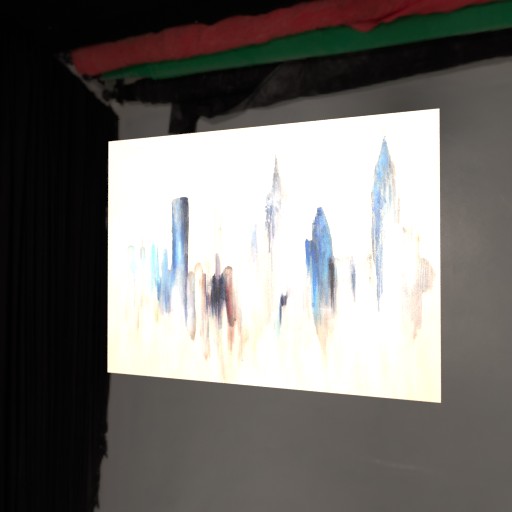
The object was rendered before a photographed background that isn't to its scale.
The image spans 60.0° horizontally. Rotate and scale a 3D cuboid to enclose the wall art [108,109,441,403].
[{"bbox_3d":[0.000,0.000,1.324,1.016,0.762,0.038,0,-1,18],"label":"wall art"}]
